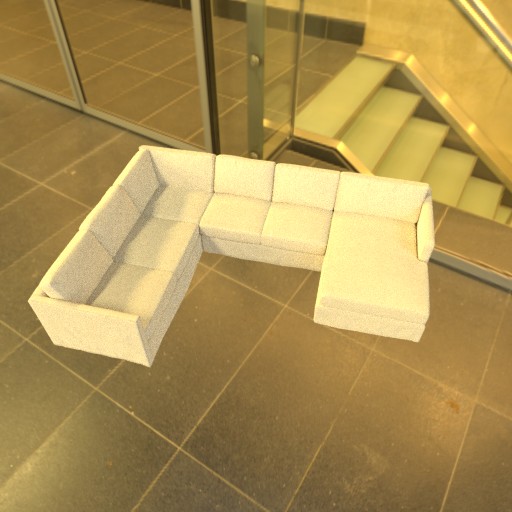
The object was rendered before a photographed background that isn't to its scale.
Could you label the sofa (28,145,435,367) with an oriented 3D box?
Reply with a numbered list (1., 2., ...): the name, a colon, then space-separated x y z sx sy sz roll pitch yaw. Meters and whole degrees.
1. sofa: 0.000 0.000 4.504 3.460 0.882 2.427 10 47 9
